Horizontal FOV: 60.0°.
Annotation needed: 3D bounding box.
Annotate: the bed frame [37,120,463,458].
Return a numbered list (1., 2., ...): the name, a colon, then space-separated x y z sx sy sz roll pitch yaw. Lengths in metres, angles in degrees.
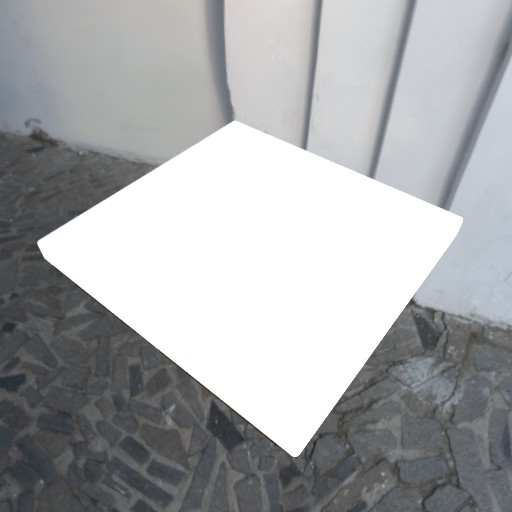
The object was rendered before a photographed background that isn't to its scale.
1. bed frame: 0.000 0.000 3.070 2.033 0.525 1.935 30 54 26
